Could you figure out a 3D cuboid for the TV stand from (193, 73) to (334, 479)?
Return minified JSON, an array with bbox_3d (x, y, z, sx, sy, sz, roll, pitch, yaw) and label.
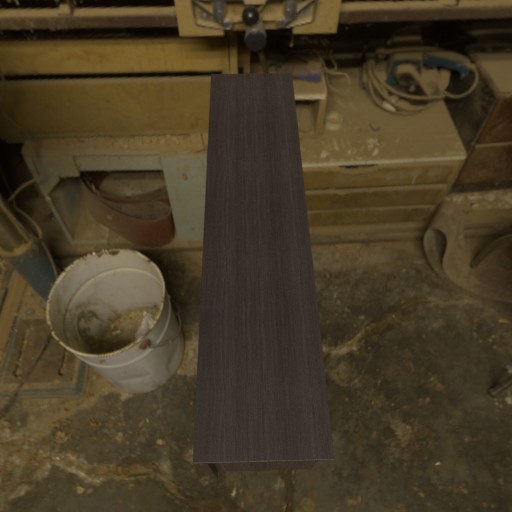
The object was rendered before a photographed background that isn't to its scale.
[{"bbox_3d":[0.000,0.000,2.003,0.406,0.610,1.778,-1,58,-1],"label":"TV stand"}]
